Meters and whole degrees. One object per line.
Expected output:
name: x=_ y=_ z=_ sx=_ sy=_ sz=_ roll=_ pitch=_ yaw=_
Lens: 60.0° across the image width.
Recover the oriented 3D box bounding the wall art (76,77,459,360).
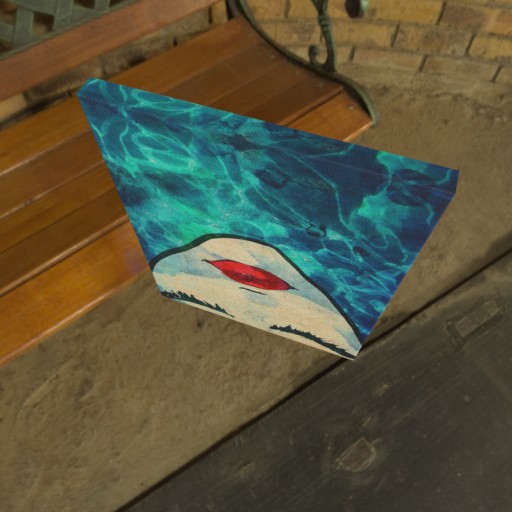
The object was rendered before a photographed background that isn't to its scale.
wall art: x=0.000 y=0.000 z=0.842 sx=0.508 sy=0.635 sz=0.038 roll=17 pitch=61 yaw=10
